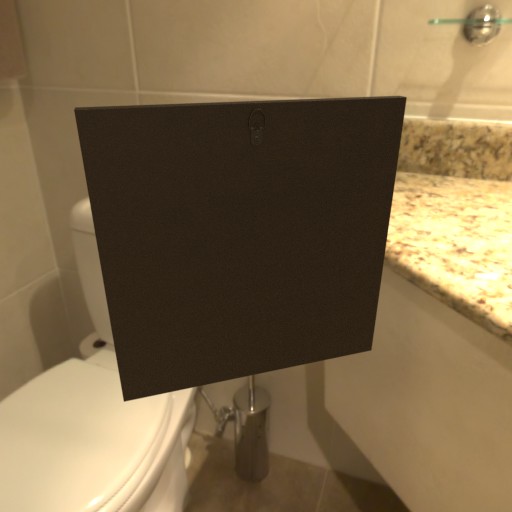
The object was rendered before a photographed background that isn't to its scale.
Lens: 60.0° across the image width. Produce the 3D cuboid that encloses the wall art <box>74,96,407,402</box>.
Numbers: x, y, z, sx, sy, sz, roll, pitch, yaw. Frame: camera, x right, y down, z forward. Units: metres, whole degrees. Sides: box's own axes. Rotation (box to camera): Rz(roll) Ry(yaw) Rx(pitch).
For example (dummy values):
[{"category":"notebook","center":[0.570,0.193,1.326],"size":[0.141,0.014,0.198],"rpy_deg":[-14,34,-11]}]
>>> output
[{"category":"wall art","center":[0.000,0.000,1.220],"size":[0.805,0.807,0.043],"rpy_deg":[-8,27,-15]}]
